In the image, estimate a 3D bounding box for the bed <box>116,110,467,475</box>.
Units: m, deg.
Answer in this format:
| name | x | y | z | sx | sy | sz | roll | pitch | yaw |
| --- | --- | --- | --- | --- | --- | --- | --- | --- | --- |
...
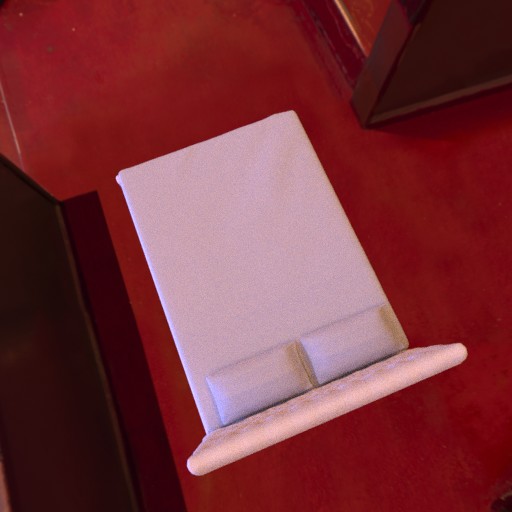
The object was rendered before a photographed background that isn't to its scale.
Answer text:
| name | x | y | z | sx | sy | sz | roll | pitch | yaw |
| --- | --- | --- | --- | --- | --- | --- | --- | --- | --- |
| bed | 0.000 | 0.000 | 3.386 | 1.698 | 1.427 | 2.387 | -21 | 76 | -5 |
